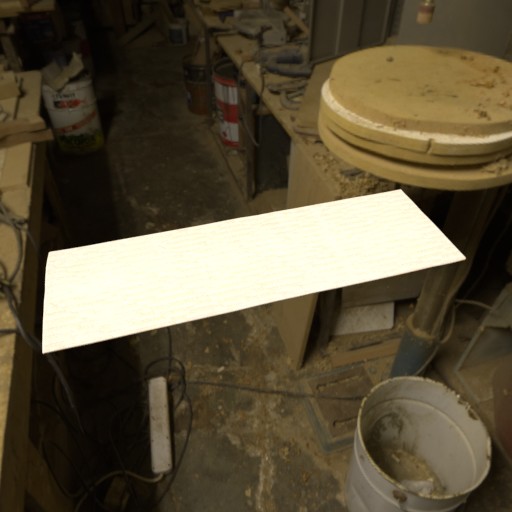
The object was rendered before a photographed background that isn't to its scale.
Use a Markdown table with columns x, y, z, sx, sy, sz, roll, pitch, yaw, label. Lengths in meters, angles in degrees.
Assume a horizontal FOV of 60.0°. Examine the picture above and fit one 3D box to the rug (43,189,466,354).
| x | y | z | sx | sy | sz | roll | pitch | yaw | label |
| --- | --- | --- | --- | --- | --- | --- | --- | --- | --- |
| 0.000 | 0.000 | 2.713 | 2.450 | 0.014 | 0.793 | -11 | 43 | -12 | rug |
